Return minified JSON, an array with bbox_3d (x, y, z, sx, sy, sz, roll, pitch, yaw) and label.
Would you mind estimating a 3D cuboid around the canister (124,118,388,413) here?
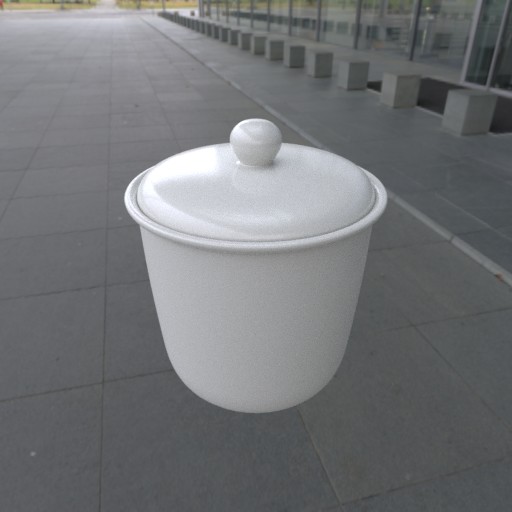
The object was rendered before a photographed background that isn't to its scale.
[{"bbox_3d":[0.000,0.000,0.345,0.182,0.208,0.182,0,30,0],"label":"canister"}]
